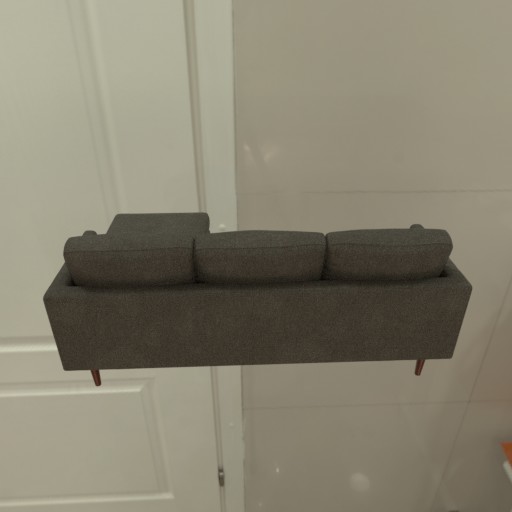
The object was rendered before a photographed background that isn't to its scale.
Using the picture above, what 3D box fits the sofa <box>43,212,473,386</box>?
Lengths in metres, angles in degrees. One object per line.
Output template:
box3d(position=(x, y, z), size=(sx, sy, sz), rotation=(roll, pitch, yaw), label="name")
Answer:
box3d(position=(0.000, 0.000, 3.021), size=(2.233, 0.956, 1.504), rotation=(-1, 30, -2), label="sofa")
